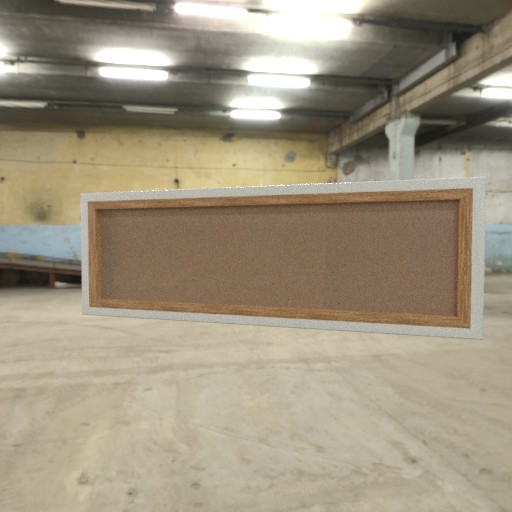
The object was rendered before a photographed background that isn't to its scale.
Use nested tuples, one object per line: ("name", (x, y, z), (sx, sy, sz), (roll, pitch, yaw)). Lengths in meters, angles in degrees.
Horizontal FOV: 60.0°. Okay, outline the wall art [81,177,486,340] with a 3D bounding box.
("wall art", (0.000, 0.000, 0.831), (0.766, 0.256, 0.036), (1, 2, 18))
